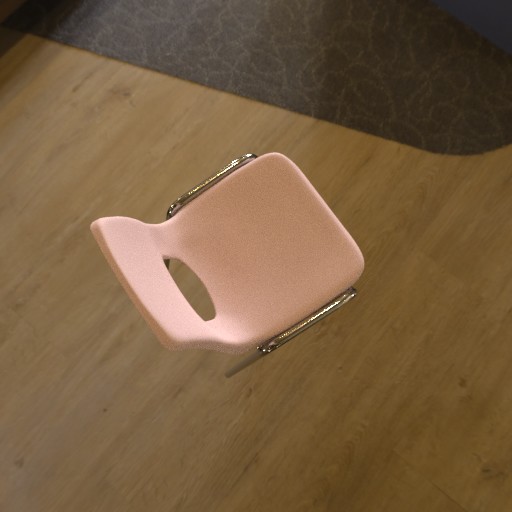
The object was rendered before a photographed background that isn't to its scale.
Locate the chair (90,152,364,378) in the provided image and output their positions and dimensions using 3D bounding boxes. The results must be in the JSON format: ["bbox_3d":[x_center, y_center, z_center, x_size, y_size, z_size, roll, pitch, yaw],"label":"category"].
[{"bbox_3d":[0.000,0.000,0.950,0.436,0.704,0.381,-34,79,-7],"label":"chair"}]
